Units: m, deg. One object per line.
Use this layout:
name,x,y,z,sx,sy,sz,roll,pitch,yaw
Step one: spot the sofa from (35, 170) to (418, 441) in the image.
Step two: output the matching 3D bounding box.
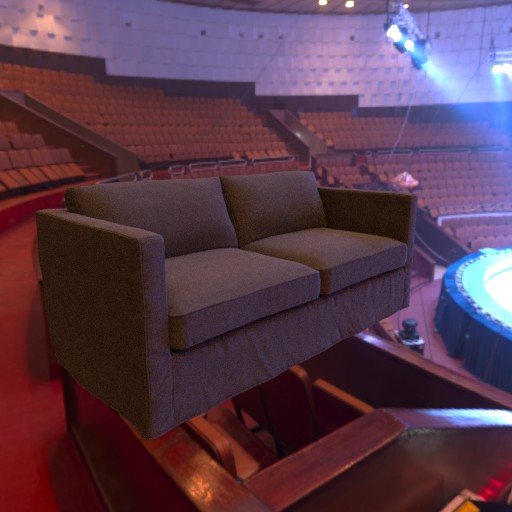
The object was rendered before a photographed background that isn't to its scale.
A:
sofa,0.000,0.000,2.440,1.982,0.855,0.953,-13,19,-43
